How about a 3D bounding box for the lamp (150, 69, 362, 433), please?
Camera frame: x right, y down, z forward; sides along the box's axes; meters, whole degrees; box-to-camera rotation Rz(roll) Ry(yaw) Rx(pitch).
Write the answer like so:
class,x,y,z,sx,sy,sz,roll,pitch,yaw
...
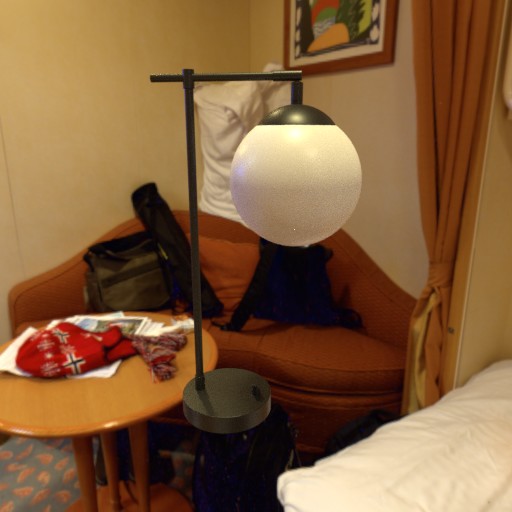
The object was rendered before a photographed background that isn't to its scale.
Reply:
class,x,y,z,sx,sy,sz,roll,pitch,yaw
lamp,0.000,0.000,0.710,0.316,0.559,0.197,2,16,8
